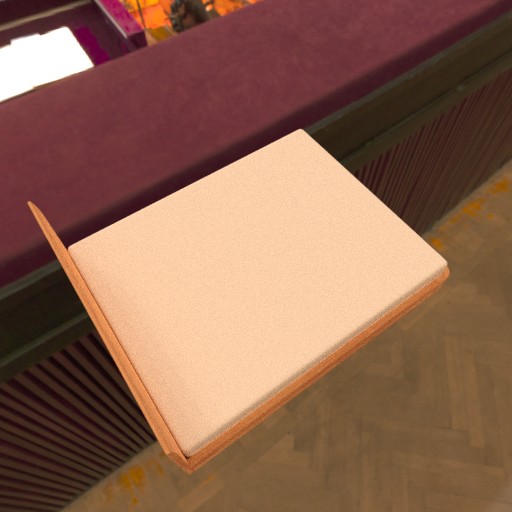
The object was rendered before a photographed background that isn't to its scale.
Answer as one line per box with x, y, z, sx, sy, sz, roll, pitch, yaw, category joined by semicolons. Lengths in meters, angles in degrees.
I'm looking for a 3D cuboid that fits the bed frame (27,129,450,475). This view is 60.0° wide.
0.000;0.000;2.937;2.092;0.940;1.660;-31;63;-18;bed frame
